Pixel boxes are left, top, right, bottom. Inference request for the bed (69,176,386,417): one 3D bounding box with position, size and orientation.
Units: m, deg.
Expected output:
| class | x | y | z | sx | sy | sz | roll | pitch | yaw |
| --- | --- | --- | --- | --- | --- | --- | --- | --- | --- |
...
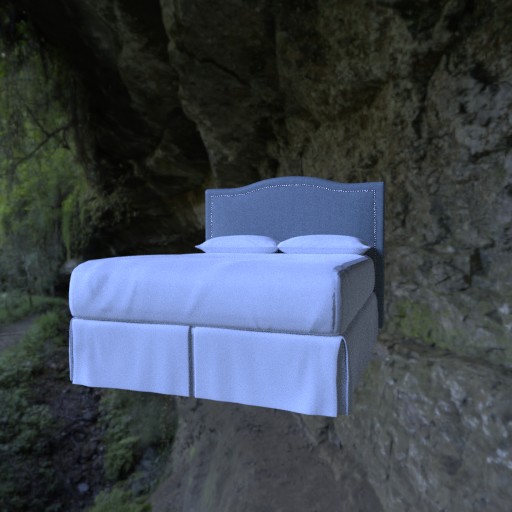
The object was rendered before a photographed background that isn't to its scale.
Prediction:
| class | x | y | z | sx | sy | sz | roll | pitch | yaw |
| --- | --- | --- | --- | --- | --- | --- | --- | --- | --- |
| bed | 0.000 | 0.000 | 3.308 | 1.753 | 1.460 | 2.143 | 1 | 2 | 19 |
